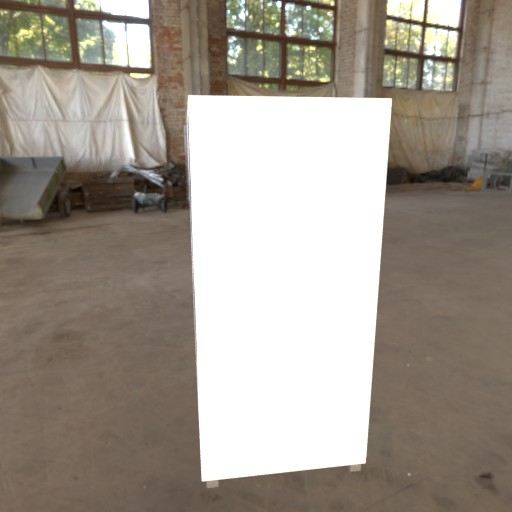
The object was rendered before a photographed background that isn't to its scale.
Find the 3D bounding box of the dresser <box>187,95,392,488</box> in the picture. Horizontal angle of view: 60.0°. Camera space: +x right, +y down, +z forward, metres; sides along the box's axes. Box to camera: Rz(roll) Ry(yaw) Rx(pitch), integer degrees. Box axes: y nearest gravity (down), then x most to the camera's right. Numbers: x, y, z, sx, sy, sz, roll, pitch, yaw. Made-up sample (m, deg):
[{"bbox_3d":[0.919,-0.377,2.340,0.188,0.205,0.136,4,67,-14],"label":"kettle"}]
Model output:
[{"bbox_3d":[0.000,0.000,1.623,0.460,1.000,1.100,-2,15,-8],"label":"dresser"}]
